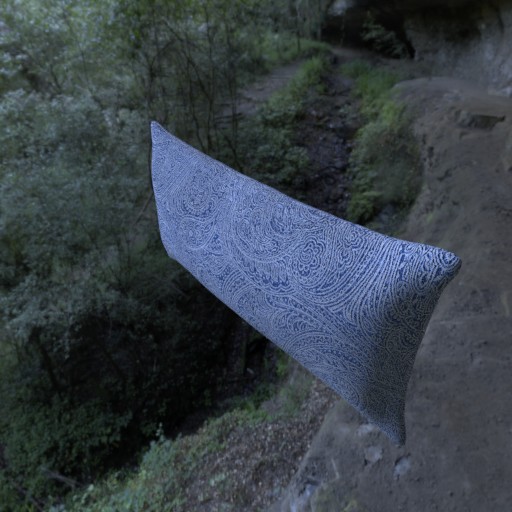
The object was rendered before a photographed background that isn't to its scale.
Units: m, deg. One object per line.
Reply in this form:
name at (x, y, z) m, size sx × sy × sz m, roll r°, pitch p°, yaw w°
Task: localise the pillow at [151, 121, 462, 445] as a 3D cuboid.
pillow at (0.000, 0.000, 0.698) m, size 0.151 × 0.295 × 0.615 m, roll -23°, pitch 39°, yaw -32°
